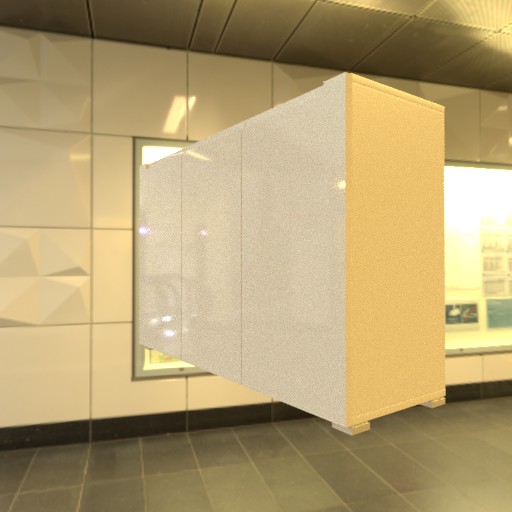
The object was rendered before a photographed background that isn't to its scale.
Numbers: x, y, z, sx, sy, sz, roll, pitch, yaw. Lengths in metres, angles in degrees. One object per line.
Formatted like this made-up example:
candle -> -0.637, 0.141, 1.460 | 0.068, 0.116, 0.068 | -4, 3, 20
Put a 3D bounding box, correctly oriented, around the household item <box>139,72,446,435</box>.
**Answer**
household item -> 0.000, 0.000, 1.696 | 0.420, 0.867, 1.300 | 0, -1, -36
